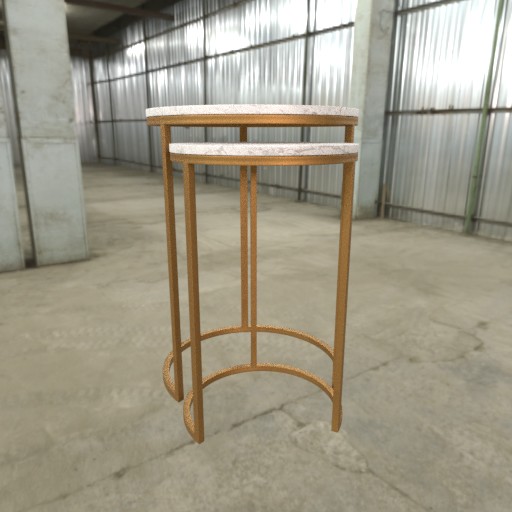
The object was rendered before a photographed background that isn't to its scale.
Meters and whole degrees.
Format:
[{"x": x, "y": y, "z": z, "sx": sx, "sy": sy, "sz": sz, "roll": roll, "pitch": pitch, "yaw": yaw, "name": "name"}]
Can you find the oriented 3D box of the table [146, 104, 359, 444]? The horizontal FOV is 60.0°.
[{"x": 0.000, "y": 0.000, "z": 0.875, "sx": 0.400, "sy": 0.550, "sz": 0.507, "roll": -2, "pitch": 16, "yaw": -7, "name": "table"}]
